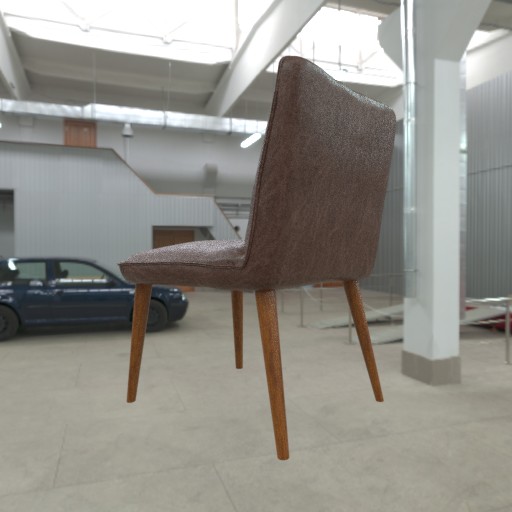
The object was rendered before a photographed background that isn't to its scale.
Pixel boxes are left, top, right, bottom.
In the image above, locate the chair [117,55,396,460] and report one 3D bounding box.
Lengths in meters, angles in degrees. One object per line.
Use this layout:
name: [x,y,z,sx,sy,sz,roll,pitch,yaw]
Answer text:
chair: [0.000,0.000,1.217,0.645,0.803,0.543,1,1,36]
